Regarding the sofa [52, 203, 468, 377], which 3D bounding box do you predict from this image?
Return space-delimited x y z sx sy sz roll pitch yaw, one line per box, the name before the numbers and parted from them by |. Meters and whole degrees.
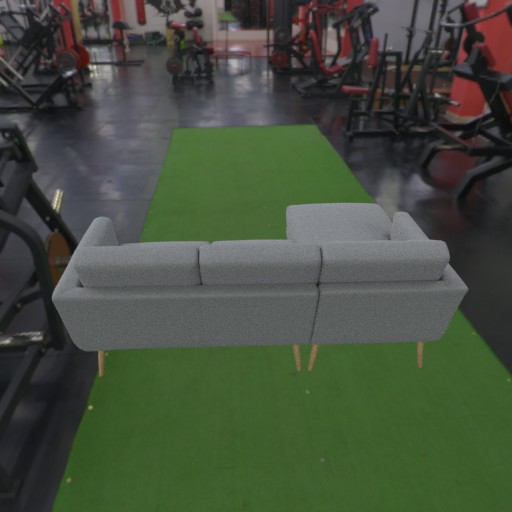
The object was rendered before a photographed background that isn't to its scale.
sofa | 0.000 0.000 2.853 2.040 0.860 1.530 -1 30 -2
